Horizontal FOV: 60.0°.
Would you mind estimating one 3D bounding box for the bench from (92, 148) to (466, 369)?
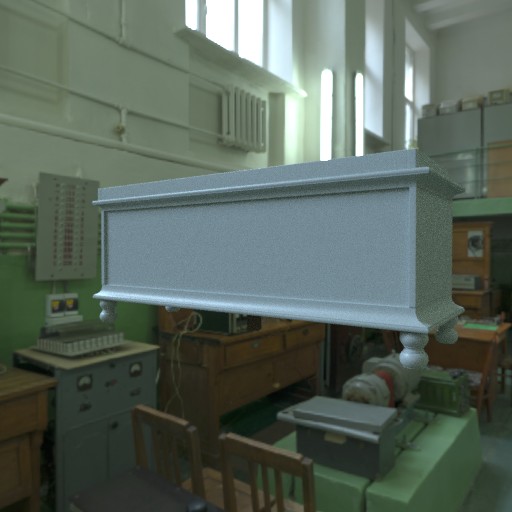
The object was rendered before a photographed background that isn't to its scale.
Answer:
[{"bbox_3d":[0.000,0.000,1.448,1.185,0.486,0.402,1,1,35],"label":"bench"}]
